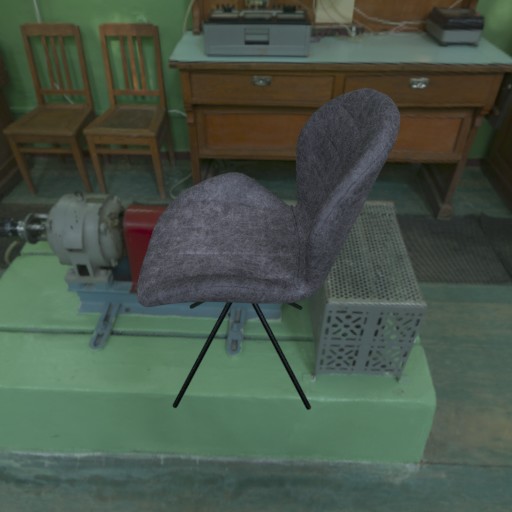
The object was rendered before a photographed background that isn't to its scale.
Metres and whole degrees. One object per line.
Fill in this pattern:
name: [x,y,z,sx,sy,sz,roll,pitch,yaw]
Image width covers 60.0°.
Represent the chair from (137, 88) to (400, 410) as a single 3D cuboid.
chair: [0.000,0.000,1.301,0.640,0.934,0.527,1,41,1]
